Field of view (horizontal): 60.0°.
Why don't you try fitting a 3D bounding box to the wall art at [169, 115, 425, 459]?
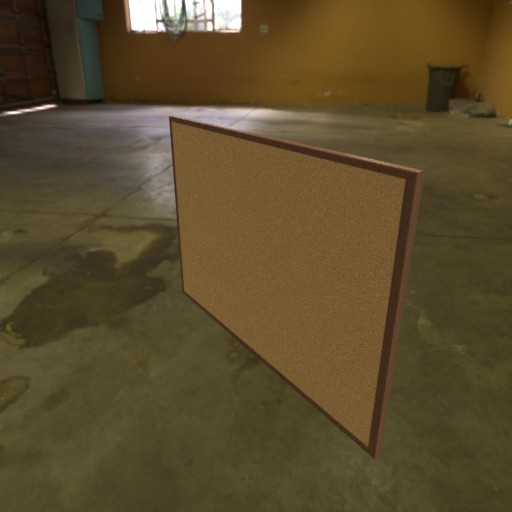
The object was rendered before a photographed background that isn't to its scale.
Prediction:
[{"bbox_3d":[0.000,0.000,0.849,0.014,0.455,0.660,-16,29,-32],"label":"wall art"}]
